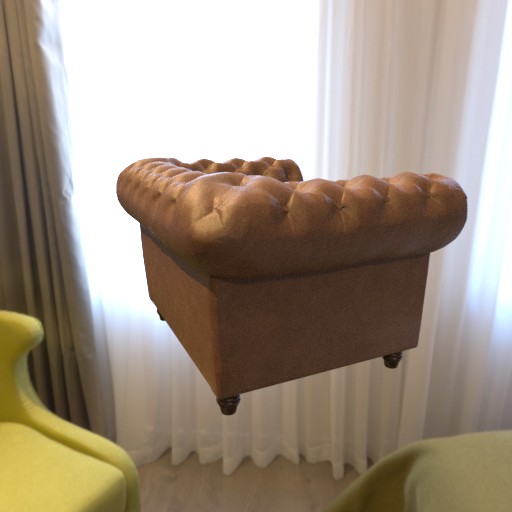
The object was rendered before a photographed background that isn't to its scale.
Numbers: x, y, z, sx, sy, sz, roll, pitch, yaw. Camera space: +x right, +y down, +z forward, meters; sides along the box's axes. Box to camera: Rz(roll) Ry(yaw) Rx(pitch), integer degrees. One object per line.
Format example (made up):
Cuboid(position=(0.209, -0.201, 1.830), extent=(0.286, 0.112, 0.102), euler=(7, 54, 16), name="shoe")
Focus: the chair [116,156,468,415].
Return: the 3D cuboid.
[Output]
Cuboid(position=(0.000, 0.000, 1.856), extent=(0.954, 0.784, 1.298), euler=(-7, 17, -24), name="chair")
